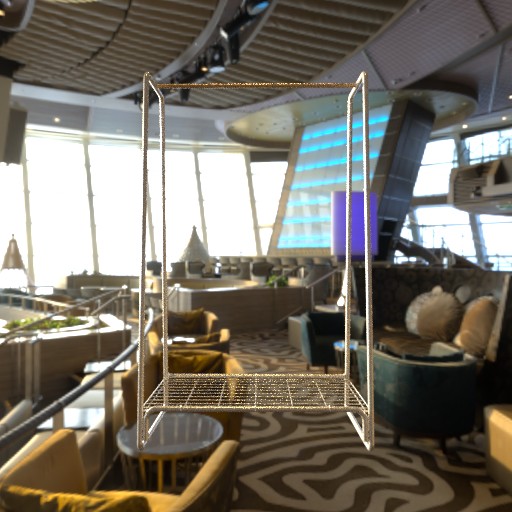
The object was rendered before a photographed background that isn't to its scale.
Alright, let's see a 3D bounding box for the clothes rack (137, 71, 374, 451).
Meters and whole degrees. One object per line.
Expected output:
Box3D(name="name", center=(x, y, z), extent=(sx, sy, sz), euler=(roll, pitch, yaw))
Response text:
Box3D(name="clothes rack", center=(0.000, 0.000, 1.920), extent=(0.900, 1.500, 0.495), euler=(0, 0, 0))
